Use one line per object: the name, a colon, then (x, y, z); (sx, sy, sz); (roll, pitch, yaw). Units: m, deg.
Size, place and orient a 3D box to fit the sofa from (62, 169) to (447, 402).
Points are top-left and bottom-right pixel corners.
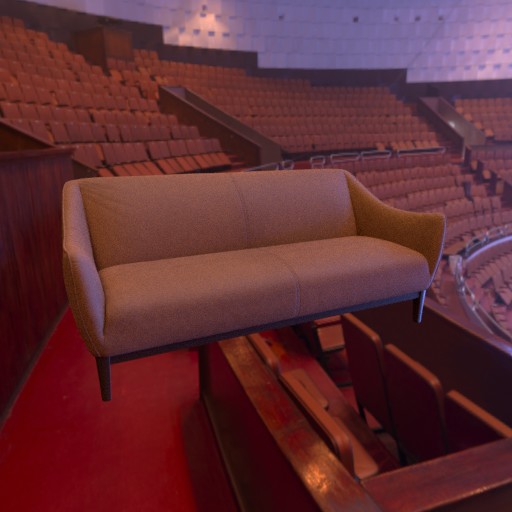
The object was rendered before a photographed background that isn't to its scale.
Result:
sofa: (0.000, 0.000, 2.376); (1.928, 0.830, 0.869); (-8, 17, -26)
